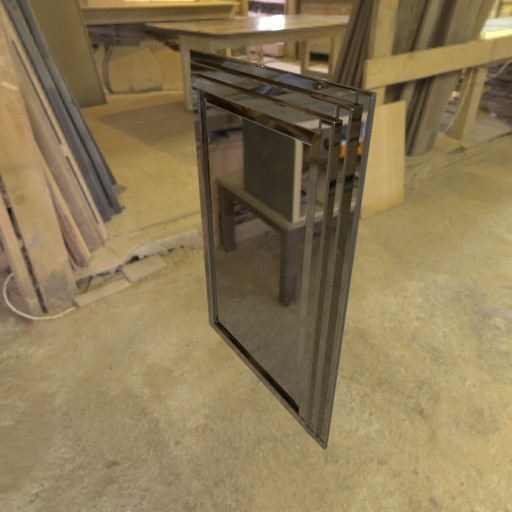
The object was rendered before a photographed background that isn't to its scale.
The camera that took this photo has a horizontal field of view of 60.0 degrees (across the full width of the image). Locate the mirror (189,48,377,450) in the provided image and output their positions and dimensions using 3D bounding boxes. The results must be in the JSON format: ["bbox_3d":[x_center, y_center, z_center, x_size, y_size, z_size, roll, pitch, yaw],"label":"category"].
[{"bbox_3d":[0.000,0.000,1.145,0.039,0.914,0.613,-20,38,-29],"label":"mirror"}]
